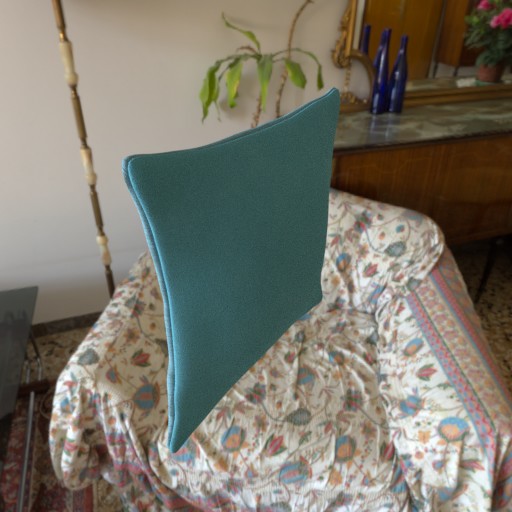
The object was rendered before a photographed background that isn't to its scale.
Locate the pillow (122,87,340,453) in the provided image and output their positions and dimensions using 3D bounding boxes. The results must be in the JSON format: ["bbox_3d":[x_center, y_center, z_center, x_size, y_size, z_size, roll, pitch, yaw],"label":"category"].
[{"bbox_3d":[0.000,0.000,0.654,0.151,0.415,0.433,20,36,29],"label":"pillow"}]
